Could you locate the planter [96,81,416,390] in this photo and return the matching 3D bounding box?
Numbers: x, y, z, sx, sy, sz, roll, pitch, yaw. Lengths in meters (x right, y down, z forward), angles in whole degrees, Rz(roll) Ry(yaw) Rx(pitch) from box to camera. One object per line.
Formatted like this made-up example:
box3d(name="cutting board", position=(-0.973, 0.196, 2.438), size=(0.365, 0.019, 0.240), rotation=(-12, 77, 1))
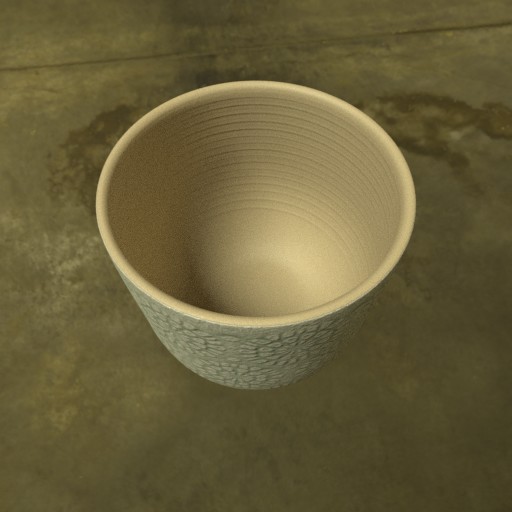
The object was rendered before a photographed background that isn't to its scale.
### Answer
box3d(name="planter", position=(0.000, 0.000, 0.301), size=(0.169, 0.153, 0.169), rotation=(0, 58, 0))
